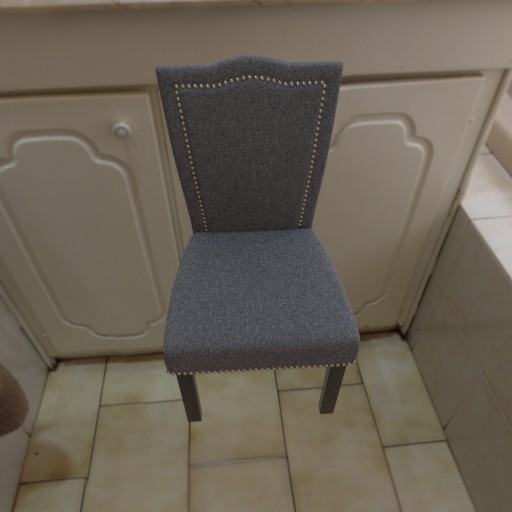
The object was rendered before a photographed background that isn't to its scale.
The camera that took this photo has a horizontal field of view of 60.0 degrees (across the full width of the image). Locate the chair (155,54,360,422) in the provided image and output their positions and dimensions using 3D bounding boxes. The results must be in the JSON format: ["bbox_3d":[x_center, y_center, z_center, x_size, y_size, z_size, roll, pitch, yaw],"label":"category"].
[{"bbox_3d":[0.000,0.000,1.294,0.518,0.946,0.589,-2,45,-2],"label":"chair"}]
